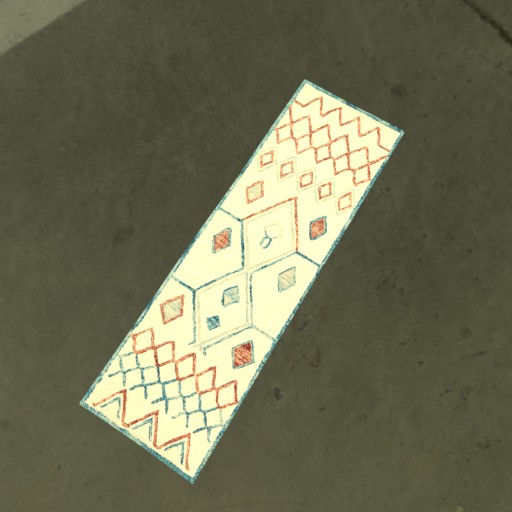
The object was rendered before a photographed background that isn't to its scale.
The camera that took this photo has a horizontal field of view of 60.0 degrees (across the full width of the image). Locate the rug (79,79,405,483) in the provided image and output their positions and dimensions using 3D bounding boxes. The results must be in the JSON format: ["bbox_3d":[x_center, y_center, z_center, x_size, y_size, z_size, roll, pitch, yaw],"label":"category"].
[{"bbox_3d":[0.000,0.000,2.637,0.750,0.011,2.435,31,77,8],"label":"rug"}]
